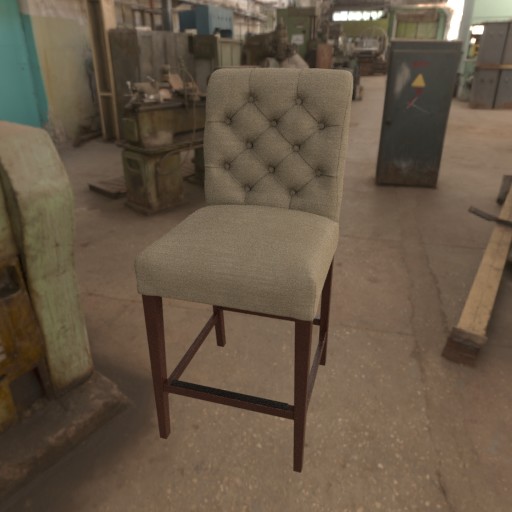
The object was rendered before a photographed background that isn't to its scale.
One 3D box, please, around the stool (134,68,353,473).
[{"bbox_3d":[0.000,0.000,1.417,0.486,1.084,0.660,7,26,15],"label":"stool"}]
